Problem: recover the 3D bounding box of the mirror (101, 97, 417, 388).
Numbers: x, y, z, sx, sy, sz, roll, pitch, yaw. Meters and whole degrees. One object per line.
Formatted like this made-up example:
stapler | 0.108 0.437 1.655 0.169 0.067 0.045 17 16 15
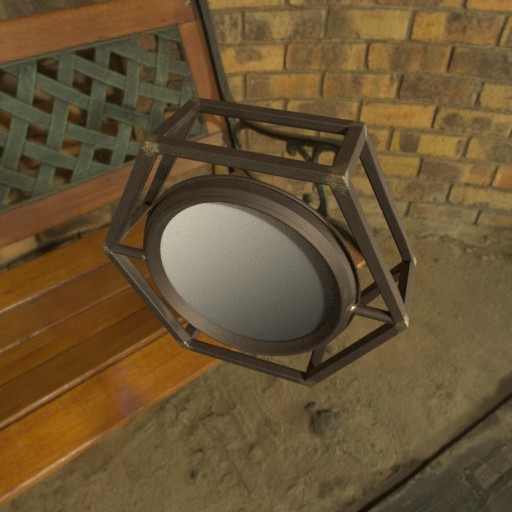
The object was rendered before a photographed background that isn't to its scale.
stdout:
mirror | 0.000 0.000 0.555 0.380 0.334 0.119 13 44 14
